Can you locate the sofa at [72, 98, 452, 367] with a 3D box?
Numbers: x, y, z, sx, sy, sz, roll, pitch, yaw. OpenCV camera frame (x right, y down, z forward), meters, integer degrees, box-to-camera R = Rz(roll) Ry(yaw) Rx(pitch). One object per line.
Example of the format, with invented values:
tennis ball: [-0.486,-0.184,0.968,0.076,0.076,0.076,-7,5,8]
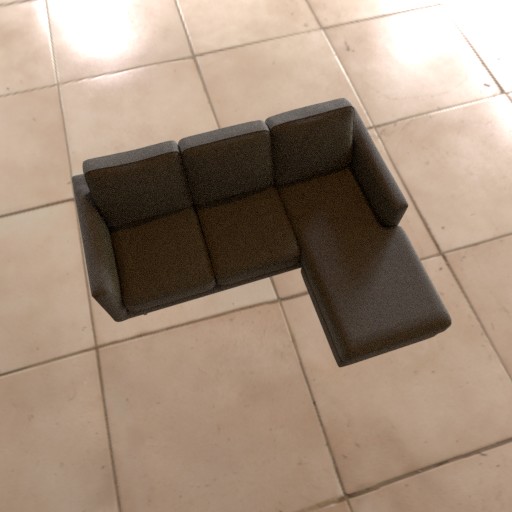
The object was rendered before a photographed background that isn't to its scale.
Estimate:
sofa: [0.000,0.000,2.938,2.055,0.957,1.667,-16,65,-8]
